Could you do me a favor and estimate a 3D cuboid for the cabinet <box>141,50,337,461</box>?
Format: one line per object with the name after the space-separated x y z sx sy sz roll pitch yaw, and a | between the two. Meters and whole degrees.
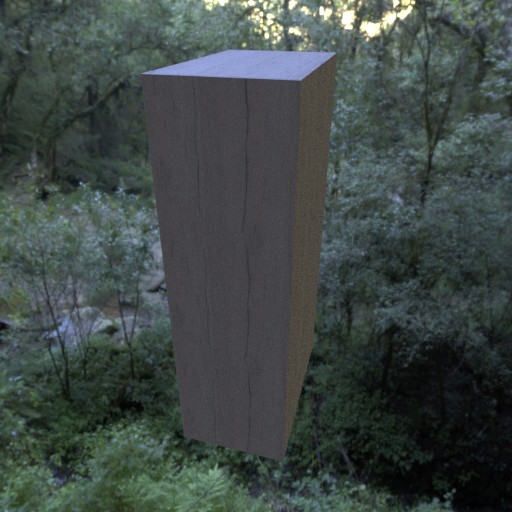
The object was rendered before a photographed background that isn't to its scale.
0.000 0.000 2.387 0.580 1.930 0.980 8 31 14 | cabinet
